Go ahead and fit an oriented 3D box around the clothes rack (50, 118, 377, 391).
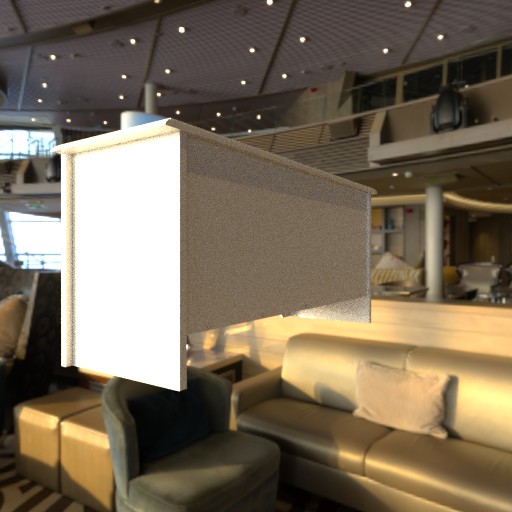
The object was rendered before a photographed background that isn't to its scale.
[{"bbox_3d":[0.000,0.000,1.490,0.405,0.558,1.218,0,0,35],"label":"clothes rack"}]
